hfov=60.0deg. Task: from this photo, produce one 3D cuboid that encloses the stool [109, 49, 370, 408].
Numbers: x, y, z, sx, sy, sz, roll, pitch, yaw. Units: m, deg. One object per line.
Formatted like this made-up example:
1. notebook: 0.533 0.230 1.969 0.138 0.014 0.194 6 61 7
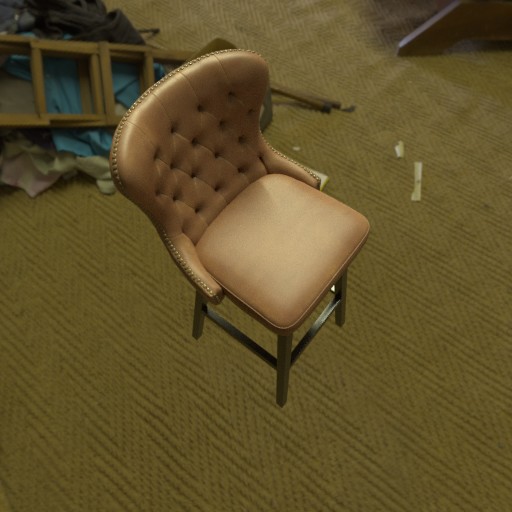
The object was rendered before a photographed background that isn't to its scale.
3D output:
1. stool: 0.000 0.000 1.410 0.601 1.050 0.528 34 65 18
